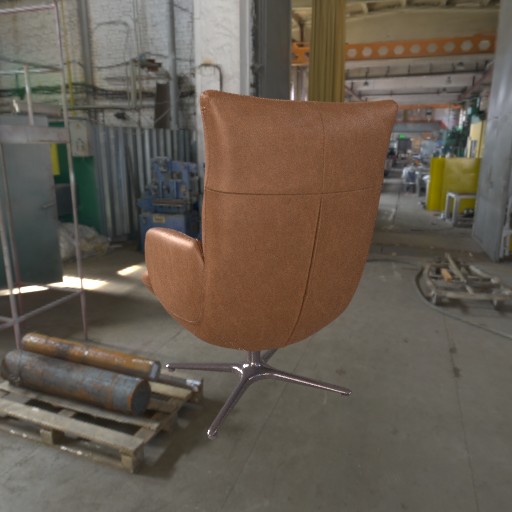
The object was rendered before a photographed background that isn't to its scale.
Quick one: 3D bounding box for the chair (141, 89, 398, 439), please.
[{"bbox_3d":[0.000,0.000,1.581,0.711,1.027,0.794,-7,16,-25],"label":"chair"}]
